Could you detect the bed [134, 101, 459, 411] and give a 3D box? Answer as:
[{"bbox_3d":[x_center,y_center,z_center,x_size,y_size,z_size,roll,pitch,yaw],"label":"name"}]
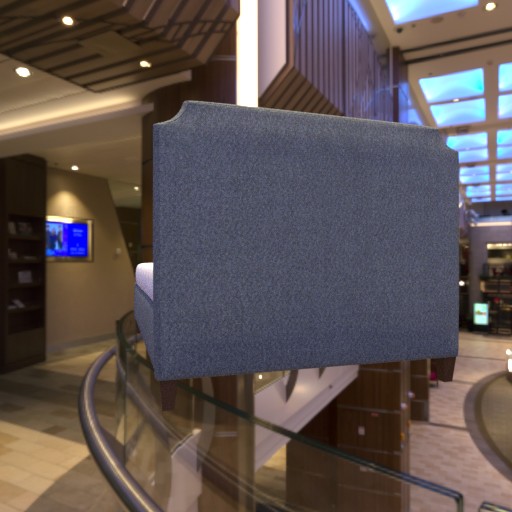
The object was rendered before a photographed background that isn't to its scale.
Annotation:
[{"bbox_3d":[0.000,0.000,3.359,1.712,1.443,2.372,0,-1,-18],"label":"bed"}]
